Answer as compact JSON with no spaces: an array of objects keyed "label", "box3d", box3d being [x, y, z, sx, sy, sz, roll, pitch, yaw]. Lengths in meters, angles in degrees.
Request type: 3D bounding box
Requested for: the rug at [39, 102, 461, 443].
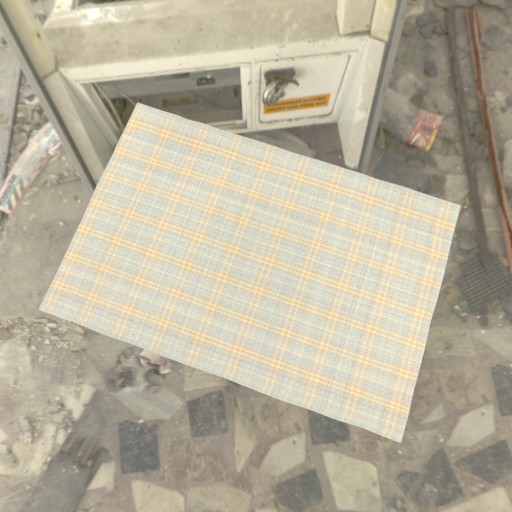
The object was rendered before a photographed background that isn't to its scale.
[{"label":"rug","box3d":[0.000,0.000,2.237,1.835,0.012,1.231,19,76,5]}]
